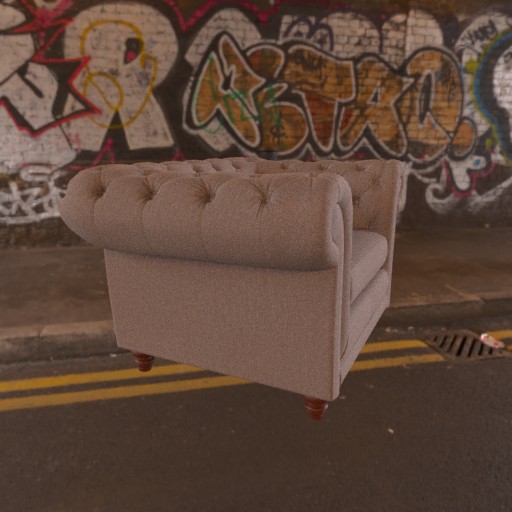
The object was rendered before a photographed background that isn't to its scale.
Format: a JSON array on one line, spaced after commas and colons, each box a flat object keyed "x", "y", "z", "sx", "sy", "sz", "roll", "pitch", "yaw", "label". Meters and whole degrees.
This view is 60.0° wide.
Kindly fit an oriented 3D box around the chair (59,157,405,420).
[{"x": 0.000, "y": 0.000, "z": 1.839, "sx": 0.976, "sy": 0.770, "sz": 1.270, "roll": 7, "pitch": 16, "yaw": 25, "label": "chair"}]
